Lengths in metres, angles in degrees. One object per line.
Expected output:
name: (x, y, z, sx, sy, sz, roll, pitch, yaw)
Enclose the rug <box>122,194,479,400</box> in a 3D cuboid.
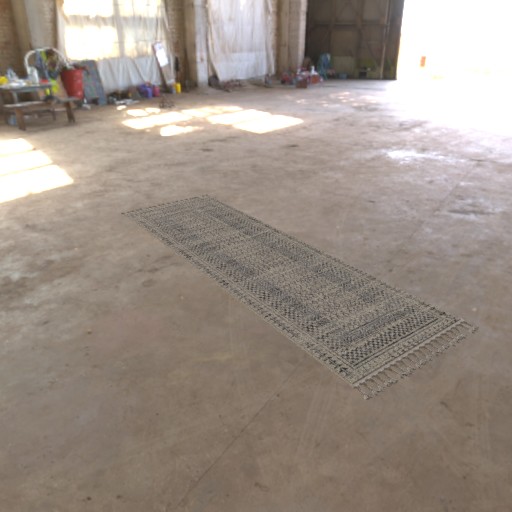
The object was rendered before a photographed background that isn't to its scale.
rug: (0.000, 0.000, 2.736, 0.786, 0.013, 2.480, -18, 31, -32)
